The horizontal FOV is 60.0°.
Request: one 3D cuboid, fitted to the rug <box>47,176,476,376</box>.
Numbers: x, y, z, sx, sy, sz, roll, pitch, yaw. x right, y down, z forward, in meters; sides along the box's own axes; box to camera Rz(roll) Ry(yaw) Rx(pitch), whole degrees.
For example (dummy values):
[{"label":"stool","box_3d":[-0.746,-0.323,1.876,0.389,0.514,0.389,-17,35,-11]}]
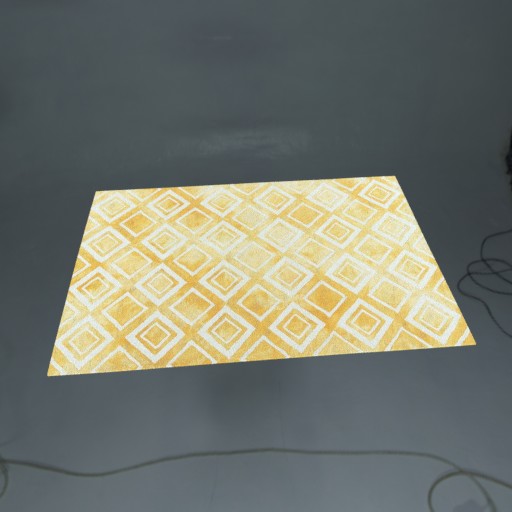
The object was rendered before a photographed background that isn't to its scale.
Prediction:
[{"label":"rug","box_3d":[0.000,0.000,2.286,1.829,0.010,1.213,-3,47,-3]}]
